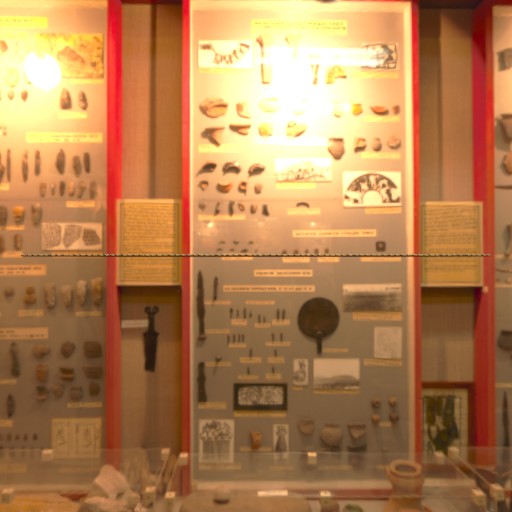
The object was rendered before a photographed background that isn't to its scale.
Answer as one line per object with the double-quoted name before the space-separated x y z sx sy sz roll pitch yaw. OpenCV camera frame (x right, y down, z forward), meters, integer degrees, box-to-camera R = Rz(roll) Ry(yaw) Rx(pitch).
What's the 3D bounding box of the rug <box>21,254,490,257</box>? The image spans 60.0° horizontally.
"rug" 0.000 0.000 4.194 3.207 0.014 2.439 0 0 0
